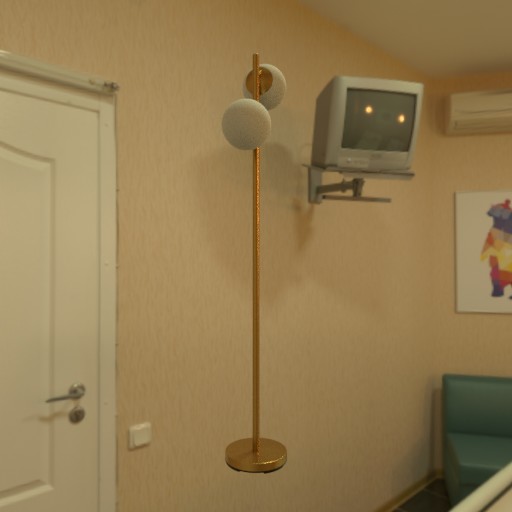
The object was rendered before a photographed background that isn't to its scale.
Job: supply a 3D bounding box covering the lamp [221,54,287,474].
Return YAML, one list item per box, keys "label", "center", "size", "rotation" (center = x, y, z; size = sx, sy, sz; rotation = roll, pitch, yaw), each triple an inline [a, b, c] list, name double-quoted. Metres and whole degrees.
- label: "lamp"
  center: [0.000, 0.000, 1.793]
  size: [0.249, 1.641, 0.419]
  rotation: [0, -1, 18]
